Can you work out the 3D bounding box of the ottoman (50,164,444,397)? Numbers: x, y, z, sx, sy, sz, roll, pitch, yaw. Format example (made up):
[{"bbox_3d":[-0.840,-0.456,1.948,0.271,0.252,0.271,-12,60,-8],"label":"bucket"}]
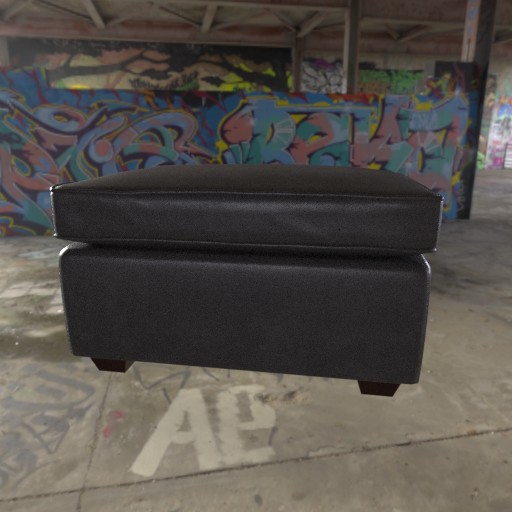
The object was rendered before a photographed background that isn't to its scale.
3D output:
[{"bbox_3d":[0.000,0.000,1.107,0.756,0.445,0.554,2,15,9],"label":"ottoman"}]
